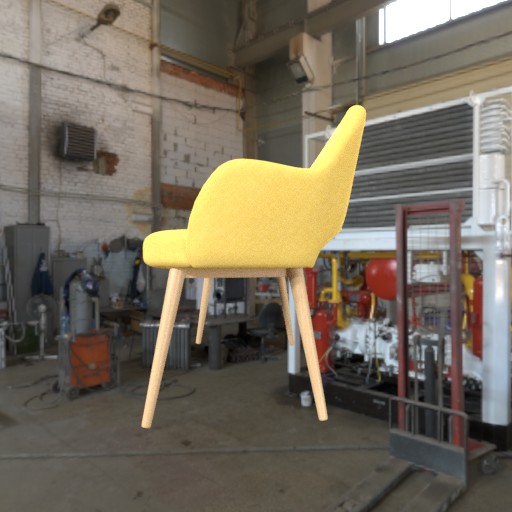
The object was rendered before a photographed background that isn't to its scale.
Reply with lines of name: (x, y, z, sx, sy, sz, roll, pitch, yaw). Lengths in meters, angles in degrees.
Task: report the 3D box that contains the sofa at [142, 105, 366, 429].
sofa: (0.000, 0.000, 1.592, 0.610, 0.840, 1.150, 0, 0, 0)
